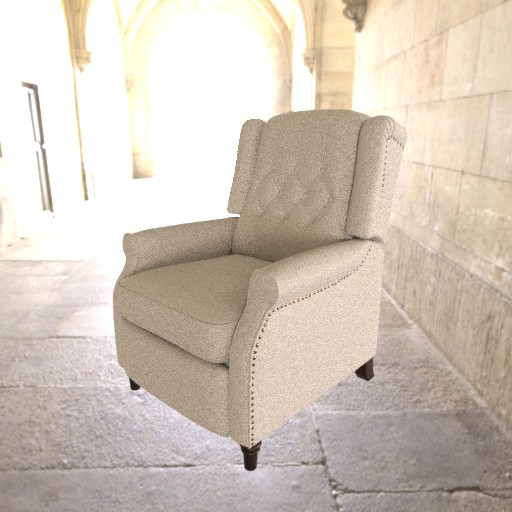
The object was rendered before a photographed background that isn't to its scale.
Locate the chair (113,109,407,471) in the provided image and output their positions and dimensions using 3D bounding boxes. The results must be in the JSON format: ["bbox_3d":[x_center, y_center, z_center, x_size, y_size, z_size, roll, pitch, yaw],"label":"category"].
[{"bbox_3d":[0.000,0.000,1.612,0.742,1.035,0.902,14,21,41],"label":"chair"}]
